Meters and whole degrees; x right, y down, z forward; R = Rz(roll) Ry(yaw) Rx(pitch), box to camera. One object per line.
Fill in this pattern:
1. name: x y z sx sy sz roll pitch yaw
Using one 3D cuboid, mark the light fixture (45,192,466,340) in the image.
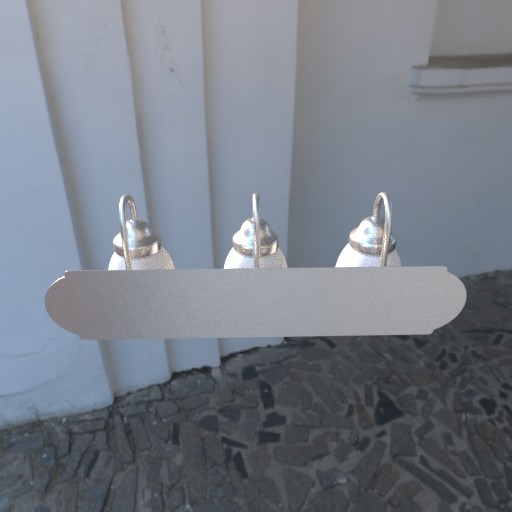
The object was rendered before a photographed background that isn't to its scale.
1. light fixture: 0.000 0.000 0.718 0.610 0.222 0.199 -1 28 -1
